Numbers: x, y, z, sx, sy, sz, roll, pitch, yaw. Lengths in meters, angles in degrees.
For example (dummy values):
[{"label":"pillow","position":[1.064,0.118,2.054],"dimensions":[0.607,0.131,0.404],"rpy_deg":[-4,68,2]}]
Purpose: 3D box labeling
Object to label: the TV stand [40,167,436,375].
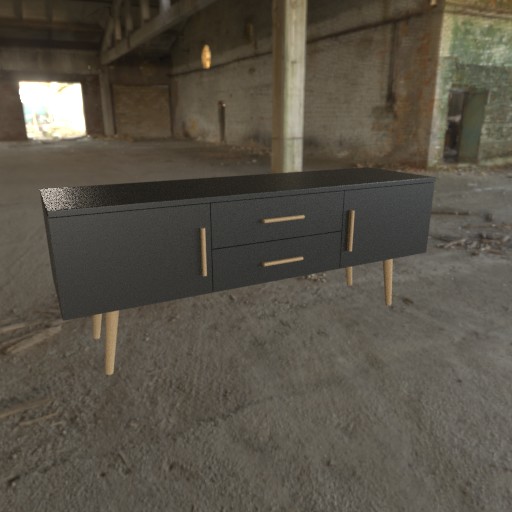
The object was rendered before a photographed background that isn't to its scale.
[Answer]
[{"label":"TV stand","position":[0.000,0.000,1.577],"dimensions":[1.312,0.518,0.390],"rpy_deg":[-9,20,-26]}]
